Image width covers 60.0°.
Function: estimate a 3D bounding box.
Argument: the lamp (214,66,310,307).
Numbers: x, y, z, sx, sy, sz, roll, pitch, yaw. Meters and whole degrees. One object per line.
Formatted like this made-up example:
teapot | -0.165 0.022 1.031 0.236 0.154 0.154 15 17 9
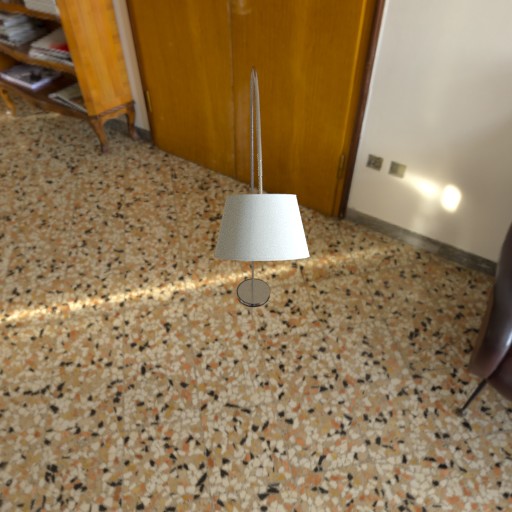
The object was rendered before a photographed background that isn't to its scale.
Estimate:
lamp | 0.000 0.000 2.691 0.406 2.098 1.445 -2 45 -2
